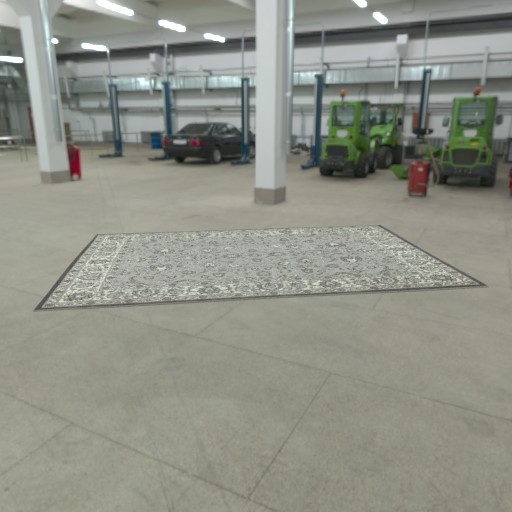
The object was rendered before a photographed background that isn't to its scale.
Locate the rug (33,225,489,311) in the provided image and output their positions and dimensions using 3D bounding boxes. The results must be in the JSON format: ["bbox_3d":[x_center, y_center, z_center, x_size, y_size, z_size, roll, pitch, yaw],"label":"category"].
[{"bbox_3d":[0.000,0.000,3.048,2.438,0.011,1.524,-2,17,-7],"label":"rug"}]
